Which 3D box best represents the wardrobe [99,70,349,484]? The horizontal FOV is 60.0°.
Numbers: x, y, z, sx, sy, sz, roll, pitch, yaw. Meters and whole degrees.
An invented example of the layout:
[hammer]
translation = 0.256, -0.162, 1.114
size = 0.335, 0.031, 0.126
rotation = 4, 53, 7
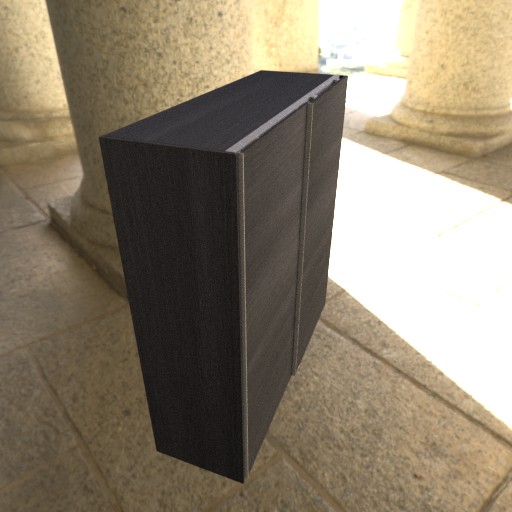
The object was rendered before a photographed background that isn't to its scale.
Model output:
[wardrobe]
translation = 0.000, 0.000, 2.848
size = 0.629, 1.960, 1.780
rotation = 11, 33, 18
